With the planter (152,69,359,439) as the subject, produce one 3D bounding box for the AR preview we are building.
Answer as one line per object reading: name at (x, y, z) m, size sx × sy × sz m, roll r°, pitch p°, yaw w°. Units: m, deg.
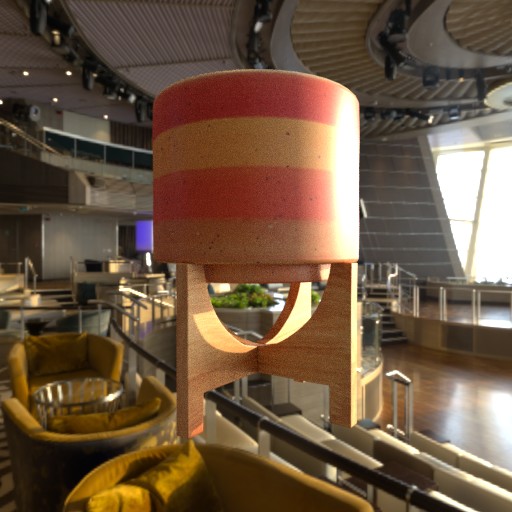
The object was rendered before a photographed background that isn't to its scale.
planter at (0.000, 0.000, 0.571) m, size 0.269 × 0.379 × 0.269 m, roll 0°, pitch 1°, yaw 0°
